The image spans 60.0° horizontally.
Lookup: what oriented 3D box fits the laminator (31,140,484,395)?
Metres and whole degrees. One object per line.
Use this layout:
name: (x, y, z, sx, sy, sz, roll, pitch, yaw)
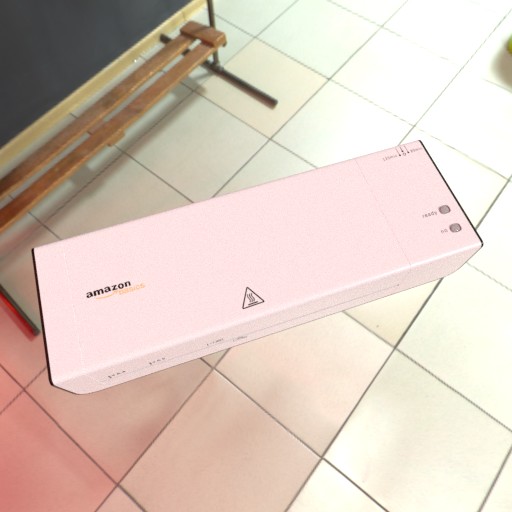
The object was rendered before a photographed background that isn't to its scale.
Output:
laminator: (0.000, 0.000, 0.379, 0.340, 0.062, 0.123, -17, 66, -8)
